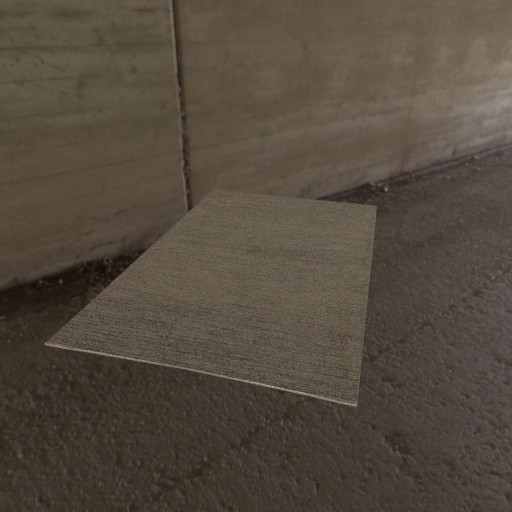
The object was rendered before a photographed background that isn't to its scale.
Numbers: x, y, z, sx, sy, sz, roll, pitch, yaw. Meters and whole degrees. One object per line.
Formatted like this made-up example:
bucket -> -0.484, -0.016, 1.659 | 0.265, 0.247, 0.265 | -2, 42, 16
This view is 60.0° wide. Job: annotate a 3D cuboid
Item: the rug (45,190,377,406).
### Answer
rug -> 0.000, 0.000, 2.270 | 1.149, 0.021, 1.773 | 7, 29, 14
